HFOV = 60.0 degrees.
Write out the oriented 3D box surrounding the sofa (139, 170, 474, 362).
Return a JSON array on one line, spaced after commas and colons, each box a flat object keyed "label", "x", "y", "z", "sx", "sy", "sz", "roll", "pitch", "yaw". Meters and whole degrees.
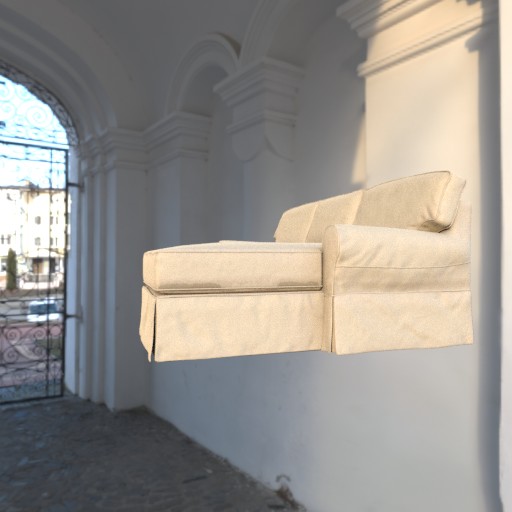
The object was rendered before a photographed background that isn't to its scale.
[{"label": "sofa", "x": 0.000, "y": 0.000, "z": 3.283, "sx": 1.733, "sy": 0.978, "sz": 2.475, "roll": 0, "pitch": 0, "yaw": -19}]
